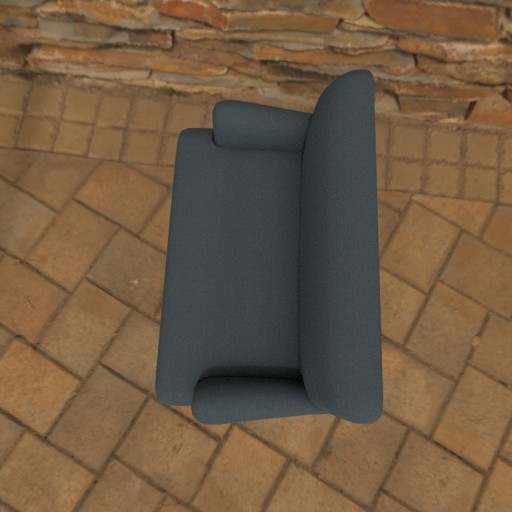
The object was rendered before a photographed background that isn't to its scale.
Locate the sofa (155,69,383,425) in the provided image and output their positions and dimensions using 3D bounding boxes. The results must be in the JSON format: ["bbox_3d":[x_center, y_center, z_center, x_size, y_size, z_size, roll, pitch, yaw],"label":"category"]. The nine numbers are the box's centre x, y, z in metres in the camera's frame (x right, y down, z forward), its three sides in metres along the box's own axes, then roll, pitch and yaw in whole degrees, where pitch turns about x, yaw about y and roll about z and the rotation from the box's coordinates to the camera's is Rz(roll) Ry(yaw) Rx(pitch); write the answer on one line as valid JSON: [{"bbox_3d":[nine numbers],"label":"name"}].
[{"bbox_3d":[0.000,0.000,1.822,0.779,0.889,1.297,2,76,1],"label":"sofa"}]
